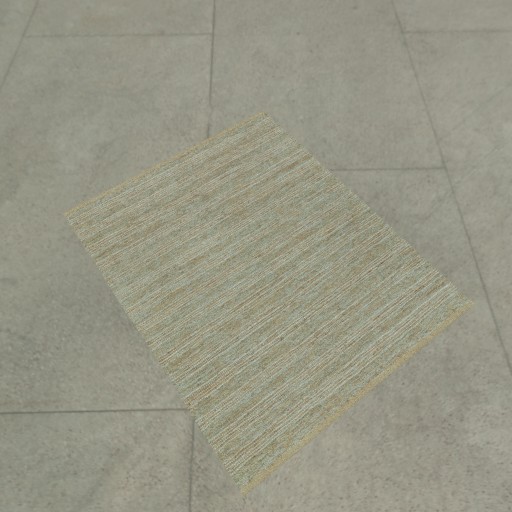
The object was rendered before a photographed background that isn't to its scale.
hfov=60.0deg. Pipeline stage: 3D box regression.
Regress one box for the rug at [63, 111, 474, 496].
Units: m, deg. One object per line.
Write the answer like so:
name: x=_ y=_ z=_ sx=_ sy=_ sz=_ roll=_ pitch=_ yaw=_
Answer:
rug: x=0.000 y=0.000 z=4.086 sx=2.471 sy=0.012 sz=3.034 roll=-32 pitch=64 yaw=-18
